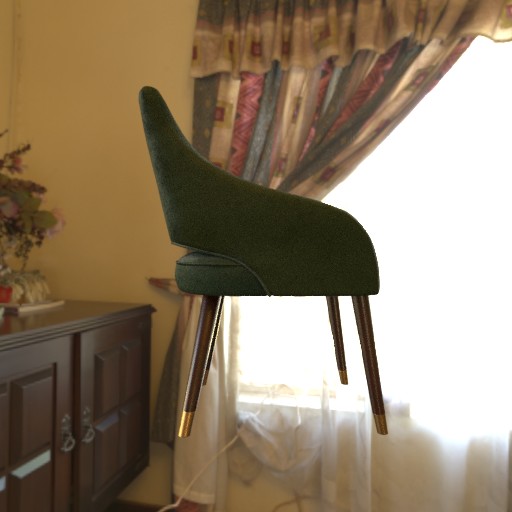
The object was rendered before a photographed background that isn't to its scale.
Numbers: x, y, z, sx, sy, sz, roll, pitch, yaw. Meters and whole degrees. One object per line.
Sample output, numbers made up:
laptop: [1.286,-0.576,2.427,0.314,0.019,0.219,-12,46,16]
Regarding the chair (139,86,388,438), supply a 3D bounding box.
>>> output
chair: [0.000,0.000,1.607,0.794,1.081,0.683,0,0,-1]
